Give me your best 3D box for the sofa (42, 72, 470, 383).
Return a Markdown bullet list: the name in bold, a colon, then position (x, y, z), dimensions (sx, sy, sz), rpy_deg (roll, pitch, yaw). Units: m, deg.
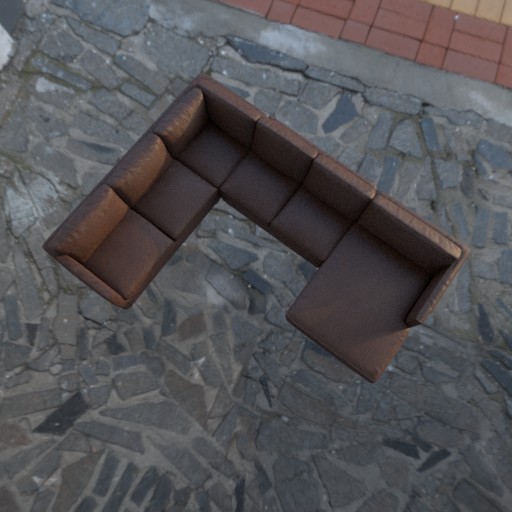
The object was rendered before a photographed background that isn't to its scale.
- **sofa**: position (0.000, 0.000, 4.643), dimensions (3.460, 0.923, 2.593), rpy_deg (36, 78, 9)
